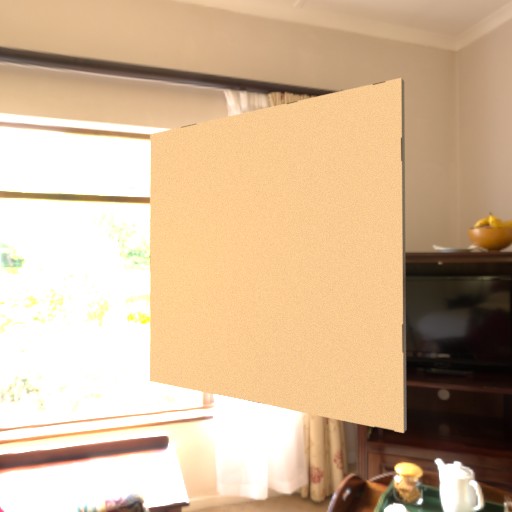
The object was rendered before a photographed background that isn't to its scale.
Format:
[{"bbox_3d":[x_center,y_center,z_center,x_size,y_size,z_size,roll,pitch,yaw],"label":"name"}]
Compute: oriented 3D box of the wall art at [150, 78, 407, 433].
[{"bbox_3d":[0.000,0.000,0.681,0.446,0.445,0.014,-1,-1,33],"label":"wall art"}]
